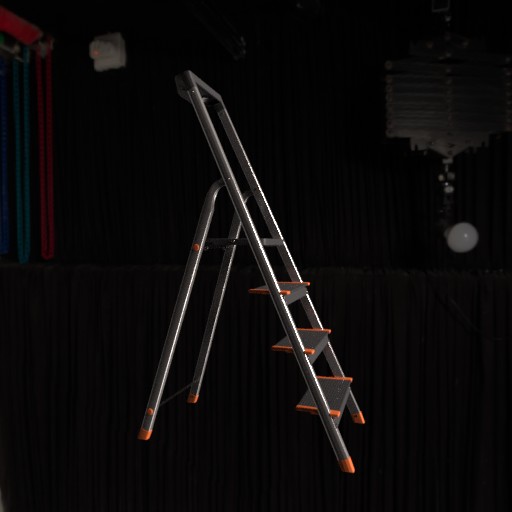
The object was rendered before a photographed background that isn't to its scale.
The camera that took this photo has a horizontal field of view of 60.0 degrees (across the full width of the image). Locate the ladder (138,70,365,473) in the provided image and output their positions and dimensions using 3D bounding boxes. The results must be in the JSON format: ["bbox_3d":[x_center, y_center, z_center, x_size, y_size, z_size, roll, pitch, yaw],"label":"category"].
[{"bbox_3d":[0.000,0.000,1.799,0.834,1.429,0.452,1,2,18],"label":"ladder"}]
